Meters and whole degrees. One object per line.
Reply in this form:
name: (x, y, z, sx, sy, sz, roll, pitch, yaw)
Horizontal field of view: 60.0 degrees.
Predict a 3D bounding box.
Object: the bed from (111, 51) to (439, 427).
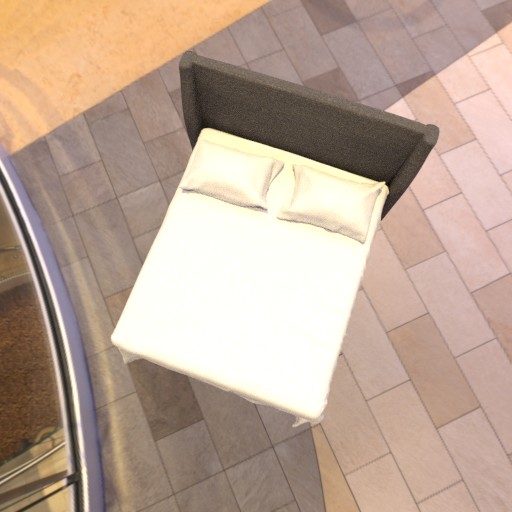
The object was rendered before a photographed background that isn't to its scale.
bed: (0.000, 0.000, 3.474, 1.925, 1.332, 2.276, 19, 75, 5)
